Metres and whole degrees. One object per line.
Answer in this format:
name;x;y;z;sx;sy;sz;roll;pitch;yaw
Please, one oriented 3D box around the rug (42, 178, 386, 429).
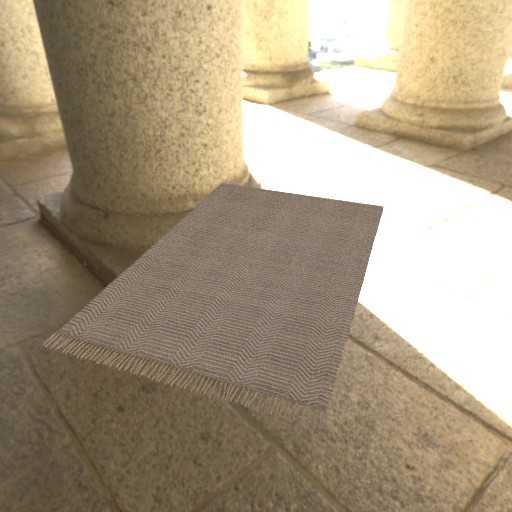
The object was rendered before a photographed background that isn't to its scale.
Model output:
rug;0.000;0.000;3.136;1.528;0.034;2.523;11;33;17
